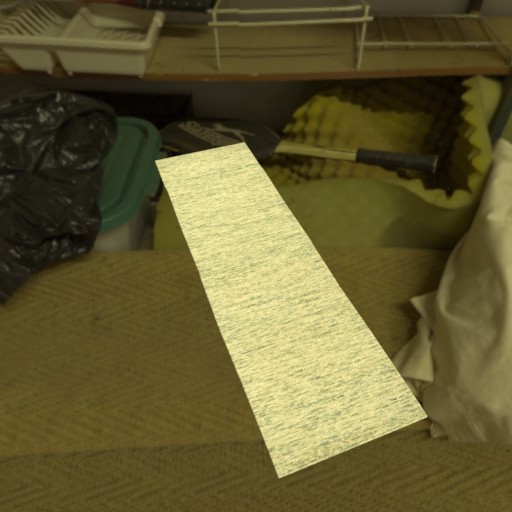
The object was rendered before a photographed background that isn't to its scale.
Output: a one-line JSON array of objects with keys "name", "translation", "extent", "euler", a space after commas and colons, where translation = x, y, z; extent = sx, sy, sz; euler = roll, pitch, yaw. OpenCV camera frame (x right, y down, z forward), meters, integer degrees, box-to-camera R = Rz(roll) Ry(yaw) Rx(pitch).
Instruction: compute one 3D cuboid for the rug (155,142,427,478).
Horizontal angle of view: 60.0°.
[{"name": "rug", "translation": [0.000, 0.000, 2.539], "extent": [0.700, 0.014, 2.290], "euler": [-15, 48, -14]}]
